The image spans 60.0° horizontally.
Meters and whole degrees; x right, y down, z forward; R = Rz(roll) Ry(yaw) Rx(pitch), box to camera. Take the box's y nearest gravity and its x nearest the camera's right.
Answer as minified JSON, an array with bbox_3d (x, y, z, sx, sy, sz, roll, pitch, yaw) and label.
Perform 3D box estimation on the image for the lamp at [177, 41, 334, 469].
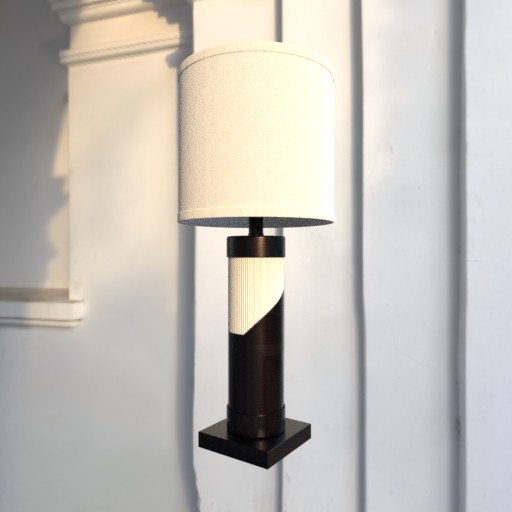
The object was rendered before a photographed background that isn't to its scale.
[{"bbox_3d":[0.000,0.000,0.604,0.211,0.509,0.211,0,0,35],"label":"lamp"}]
